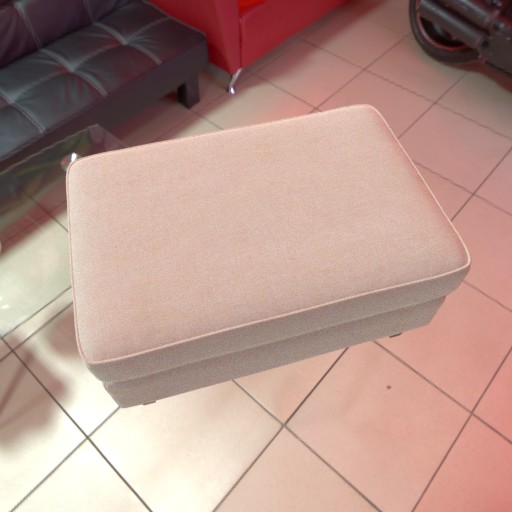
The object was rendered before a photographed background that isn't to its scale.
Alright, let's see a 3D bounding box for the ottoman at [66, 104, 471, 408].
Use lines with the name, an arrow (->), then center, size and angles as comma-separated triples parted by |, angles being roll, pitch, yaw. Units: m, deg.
ottoman -> 0.000, 0.000, 1.211 | 0.862, 0.484, 0.583 | -13, 58, -9
